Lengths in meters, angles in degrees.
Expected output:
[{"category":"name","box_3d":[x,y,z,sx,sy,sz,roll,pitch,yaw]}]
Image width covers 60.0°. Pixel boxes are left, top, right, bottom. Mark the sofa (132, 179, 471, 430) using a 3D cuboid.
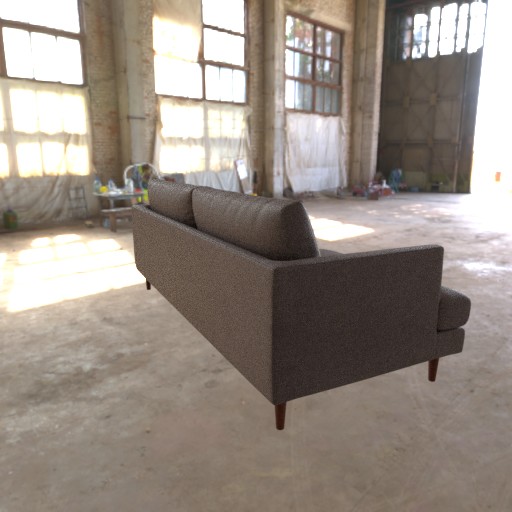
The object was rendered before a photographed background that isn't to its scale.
[{"category":"sofa","box_3d":[0.000,0.000,2.708,1.020,0.868,2.250,-6,14,-26]}]
